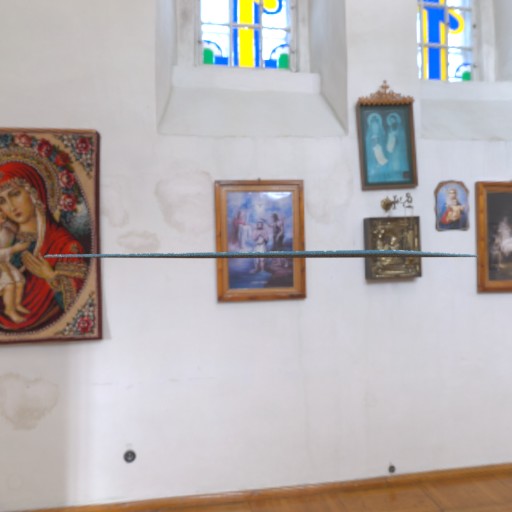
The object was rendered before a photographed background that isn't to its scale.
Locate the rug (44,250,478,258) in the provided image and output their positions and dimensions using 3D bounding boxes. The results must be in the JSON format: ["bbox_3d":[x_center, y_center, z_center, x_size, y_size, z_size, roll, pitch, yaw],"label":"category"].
[{"bbox_3d":[0.000,0.000,3.358,2.746,0.018,1.816,0,-1,36],"label":"rug"}]
